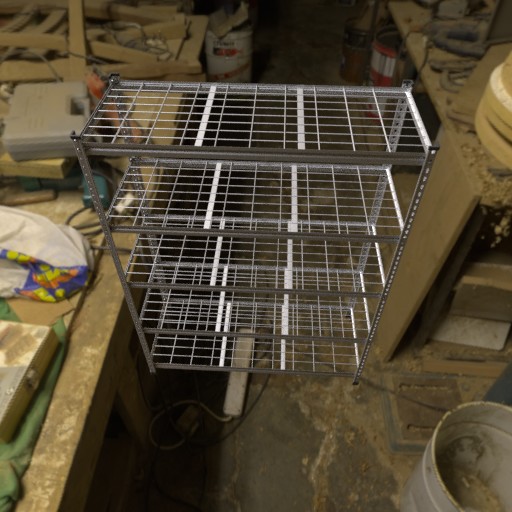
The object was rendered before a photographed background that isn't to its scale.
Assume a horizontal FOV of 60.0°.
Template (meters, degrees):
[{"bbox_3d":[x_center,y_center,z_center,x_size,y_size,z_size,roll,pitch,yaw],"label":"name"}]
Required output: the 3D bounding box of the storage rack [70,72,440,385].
[{"bbox_3d":[0.000,0.000,2.734,1.524,1.981,0.610,2,46,2],"label":"storage rack"}]
